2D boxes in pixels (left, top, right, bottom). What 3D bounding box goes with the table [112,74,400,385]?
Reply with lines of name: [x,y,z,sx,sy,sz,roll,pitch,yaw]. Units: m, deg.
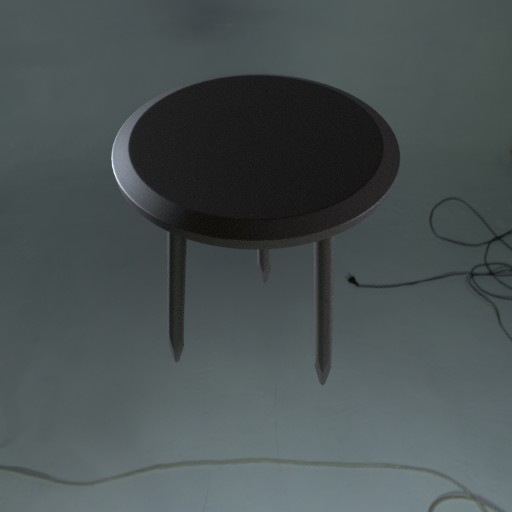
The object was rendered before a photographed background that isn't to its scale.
table: [0.000,0.000,0.928,0.457,0.585,0.457,0,48,0]
